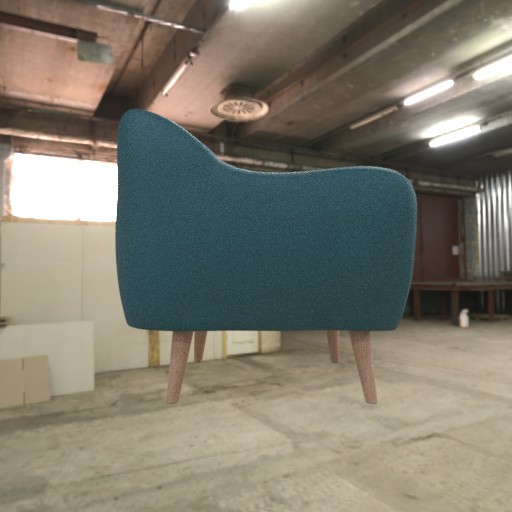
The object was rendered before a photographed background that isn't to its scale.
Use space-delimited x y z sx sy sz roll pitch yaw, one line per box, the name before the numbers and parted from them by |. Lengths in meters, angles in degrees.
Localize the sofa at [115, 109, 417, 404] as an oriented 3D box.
sofa | 0.000 0.000 1.495 0.825 0.817 0.836 0 -2 0
